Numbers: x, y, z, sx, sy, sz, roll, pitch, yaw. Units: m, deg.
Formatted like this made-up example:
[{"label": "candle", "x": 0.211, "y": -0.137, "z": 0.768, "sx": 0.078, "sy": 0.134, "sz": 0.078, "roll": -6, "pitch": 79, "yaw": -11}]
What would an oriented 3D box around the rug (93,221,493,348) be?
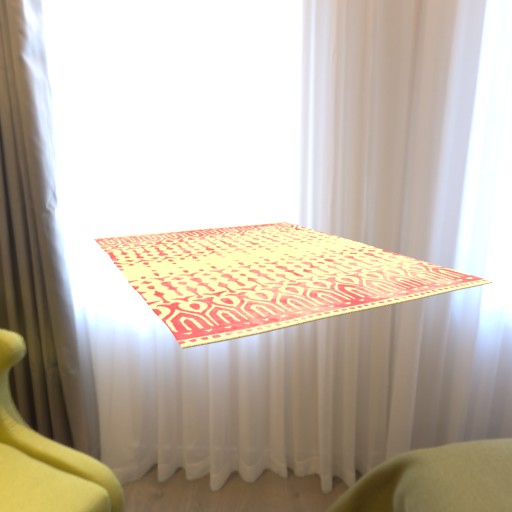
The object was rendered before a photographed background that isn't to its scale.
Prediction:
[{"label": "rug", "x": 0.000, "y": 0.000, "z": 4.090, "sx": 2.441, "sy": 0.016, "sz": 3.095, "roll": -7, "pitch": 16, "yaw": -26}]
